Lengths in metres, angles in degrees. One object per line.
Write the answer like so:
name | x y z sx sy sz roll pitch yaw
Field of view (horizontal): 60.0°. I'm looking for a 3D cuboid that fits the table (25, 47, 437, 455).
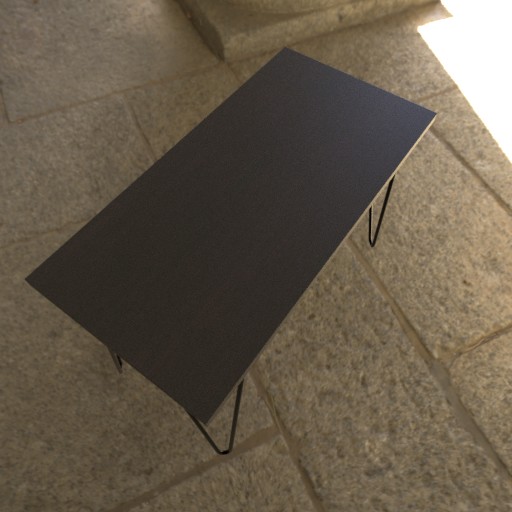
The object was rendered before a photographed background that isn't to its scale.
table | 0.000 0.000 1.356 0.499 0.660 0.991 32 64 18
